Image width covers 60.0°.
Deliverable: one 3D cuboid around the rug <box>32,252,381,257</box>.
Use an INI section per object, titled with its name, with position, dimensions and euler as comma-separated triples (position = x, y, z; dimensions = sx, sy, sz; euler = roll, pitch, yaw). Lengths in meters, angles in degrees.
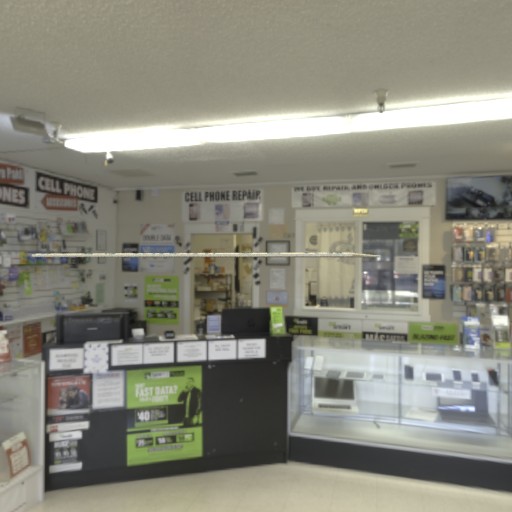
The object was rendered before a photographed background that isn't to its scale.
[rug]
position = 0.000, 0.000, 3.565
dimensions = 1.819, 0.018, 2.746
euler = 0, 0, 18
